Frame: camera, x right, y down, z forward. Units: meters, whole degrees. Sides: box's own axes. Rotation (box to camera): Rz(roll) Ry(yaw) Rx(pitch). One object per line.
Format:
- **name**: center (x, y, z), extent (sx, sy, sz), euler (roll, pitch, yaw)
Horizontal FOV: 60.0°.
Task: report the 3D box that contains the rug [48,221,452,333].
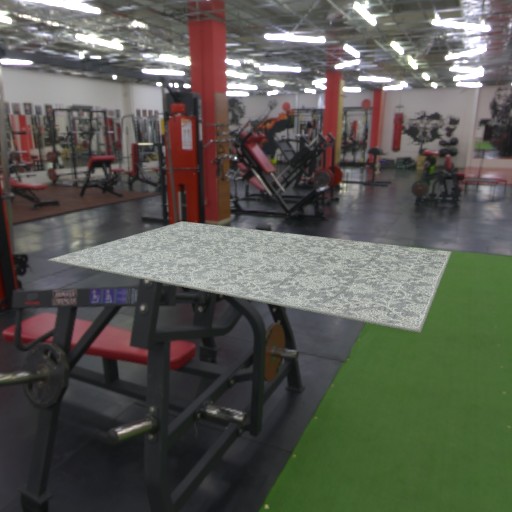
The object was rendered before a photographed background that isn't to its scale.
- **rug**: center (0.000, 0.000, 3.134), extent (2.430, 0.010, 1.515), euler (8, 18, 27)
